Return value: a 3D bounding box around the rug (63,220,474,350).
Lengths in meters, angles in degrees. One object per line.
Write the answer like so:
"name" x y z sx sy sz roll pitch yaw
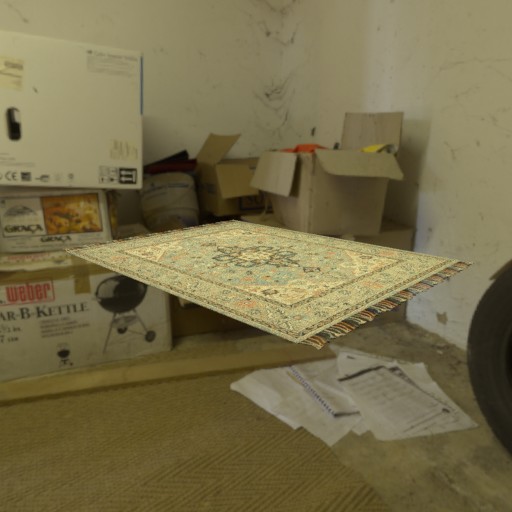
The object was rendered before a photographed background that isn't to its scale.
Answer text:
"rug" 0.000 0.000 3.498 2.651 0.010 1.971 14 20 42
